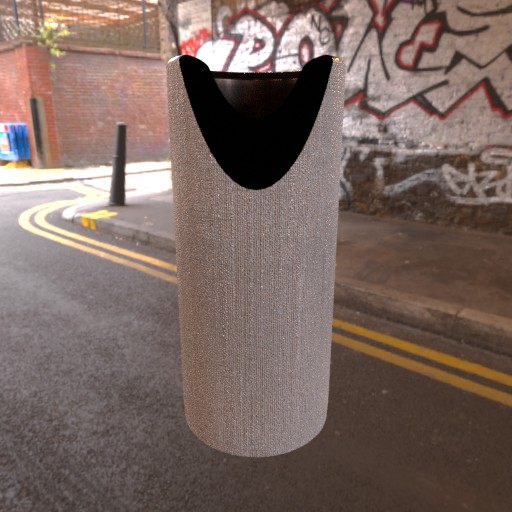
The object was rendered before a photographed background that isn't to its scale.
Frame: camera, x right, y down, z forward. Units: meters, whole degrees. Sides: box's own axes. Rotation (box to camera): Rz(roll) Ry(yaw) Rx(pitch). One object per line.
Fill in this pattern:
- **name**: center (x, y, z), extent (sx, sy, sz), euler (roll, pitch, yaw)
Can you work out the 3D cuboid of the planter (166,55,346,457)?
- **planter**: center (0.000, 0.000, 0.128), extent (0.045, 0.103, 0.045), euler (-3, 17, -9)
